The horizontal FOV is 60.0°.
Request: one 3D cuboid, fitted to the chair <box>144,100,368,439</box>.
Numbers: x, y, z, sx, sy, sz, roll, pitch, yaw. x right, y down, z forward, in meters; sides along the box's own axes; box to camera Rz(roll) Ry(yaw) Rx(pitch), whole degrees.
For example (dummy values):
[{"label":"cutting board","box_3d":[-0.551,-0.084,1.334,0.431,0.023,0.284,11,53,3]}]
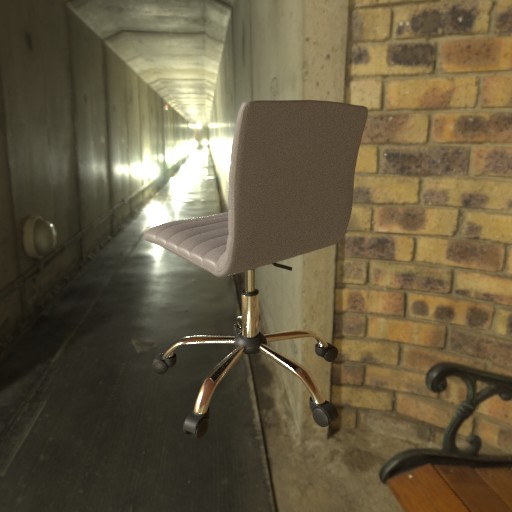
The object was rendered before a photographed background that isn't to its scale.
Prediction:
[{"label":"chair","box_3d":[0.000,0.000,1.151,0.569,0.750,0.542,-15,22,-42]}]
